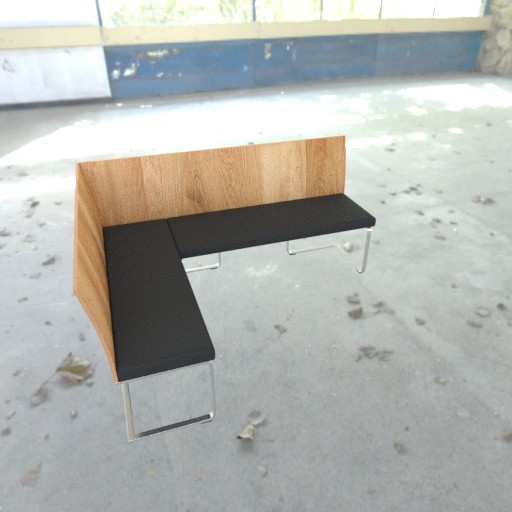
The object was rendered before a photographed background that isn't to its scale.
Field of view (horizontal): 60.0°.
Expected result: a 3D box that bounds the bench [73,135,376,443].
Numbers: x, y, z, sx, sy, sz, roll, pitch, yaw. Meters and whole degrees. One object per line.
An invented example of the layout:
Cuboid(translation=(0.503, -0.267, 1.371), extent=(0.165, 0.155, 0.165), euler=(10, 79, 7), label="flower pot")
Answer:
Cuboid(translation=(0.000, 0.000, 2.757), extent=(1.945, 0.930, 1.495), euler=(-10, 32, -16), label="bench")
